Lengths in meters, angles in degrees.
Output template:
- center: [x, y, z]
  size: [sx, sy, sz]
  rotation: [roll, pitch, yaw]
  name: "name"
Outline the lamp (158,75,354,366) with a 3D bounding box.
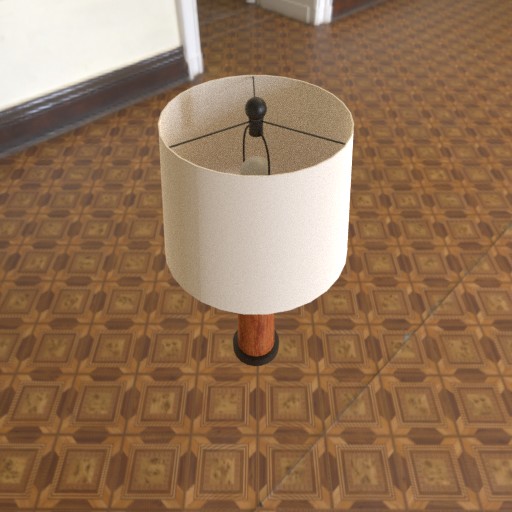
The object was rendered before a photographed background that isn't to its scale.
- center: [0.000, 0.000, 0.885]
  size: [0.349, 0.667, 0.349]
  rotation: [0, 47, 0]
  name: "lamp"
